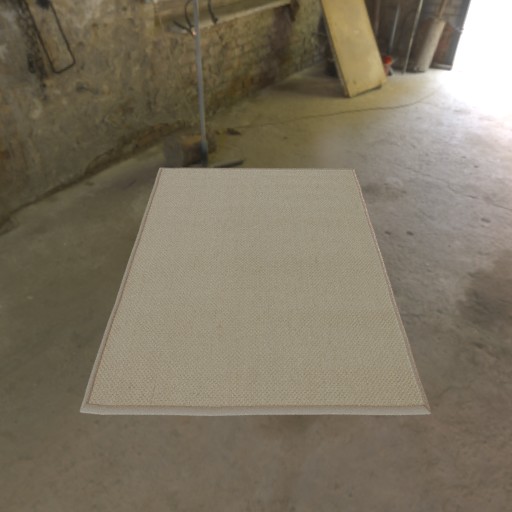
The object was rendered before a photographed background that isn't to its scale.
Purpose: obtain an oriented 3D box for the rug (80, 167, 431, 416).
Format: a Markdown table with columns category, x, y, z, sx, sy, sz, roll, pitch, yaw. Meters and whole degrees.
| category | x | y | z | sx | sy | sz | roll | pitch | yaw |
| --- | --- | --- | --- | --- | --- | --- | --- | --- | --- |
| rug | 0.000 | 0.000 | 2.684 | 1.525 | 0.020 | 2.081 | 0 | 41 | 0 |
